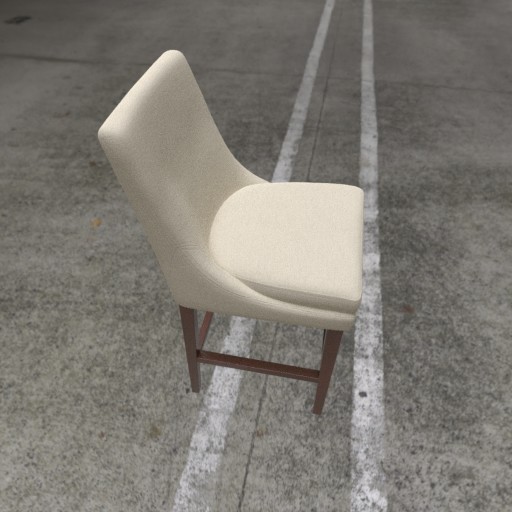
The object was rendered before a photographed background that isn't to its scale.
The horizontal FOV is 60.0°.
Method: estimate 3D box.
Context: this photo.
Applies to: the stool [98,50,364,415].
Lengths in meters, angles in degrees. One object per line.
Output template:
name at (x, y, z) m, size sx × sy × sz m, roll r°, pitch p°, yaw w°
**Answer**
stool at (0.000, 0.000, 1.282) m, size 0.577 × 0.981 × 0.470 m, roll 7°, pitch 46°, yaw 7°
